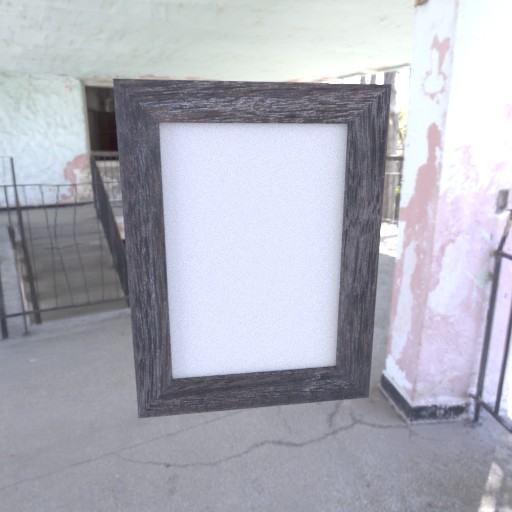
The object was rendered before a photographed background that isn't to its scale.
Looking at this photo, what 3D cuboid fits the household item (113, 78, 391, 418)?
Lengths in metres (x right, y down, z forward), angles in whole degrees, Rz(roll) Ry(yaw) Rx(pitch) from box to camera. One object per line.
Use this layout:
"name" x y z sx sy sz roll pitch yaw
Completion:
"household item" 0.000 0.000 0.288 0.160 0.210 0.020 -2 15 -9
